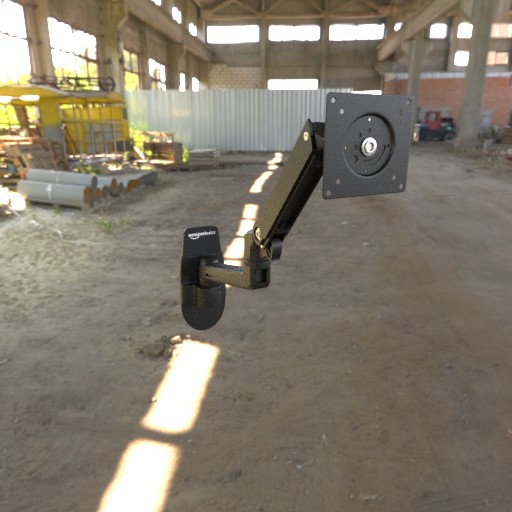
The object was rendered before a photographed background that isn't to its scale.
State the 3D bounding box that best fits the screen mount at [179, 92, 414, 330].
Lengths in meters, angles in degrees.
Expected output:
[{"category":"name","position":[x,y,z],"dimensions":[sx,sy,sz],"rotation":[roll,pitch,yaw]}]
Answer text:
[{"category":"screen mount","position":[0.000,0.000,0.717],"dimensions":[0.115,0.466,0.495],"rotation":[-9,19,-27]}]
